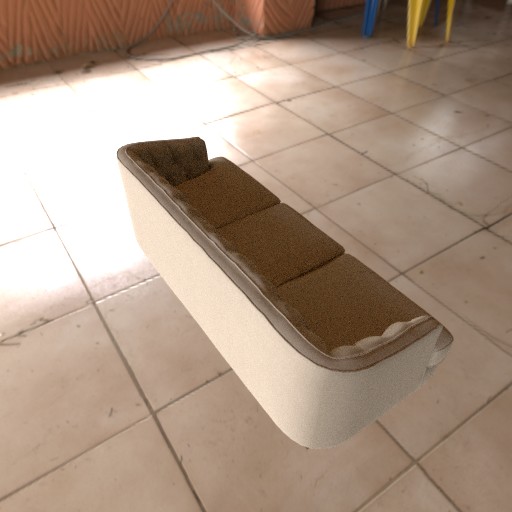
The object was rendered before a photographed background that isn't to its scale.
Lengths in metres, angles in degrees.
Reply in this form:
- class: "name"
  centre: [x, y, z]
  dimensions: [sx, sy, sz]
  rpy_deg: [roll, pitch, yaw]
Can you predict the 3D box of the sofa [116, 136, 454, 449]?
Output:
- class: "sofa"
  centre: [0.000, 0.000, 2.759]
  dimensions: [0.941, 0.855, 2.278]
  rpy_deg: [-25, 47, -25]
